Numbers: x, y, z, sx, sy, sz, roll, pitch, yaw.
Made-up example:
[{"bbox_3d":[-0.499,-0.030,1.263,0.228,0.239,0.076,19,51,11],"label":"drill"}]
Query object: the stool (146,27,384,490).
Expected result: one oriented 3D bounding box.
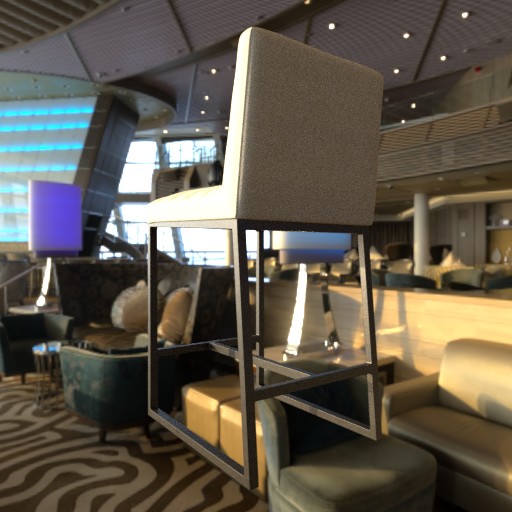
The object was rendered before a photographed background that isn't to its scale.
[{"bbox_3d":[0.000,0.000,1.266,0.459,0.971,0.567,0,1,-36],"label":"stool"}]
